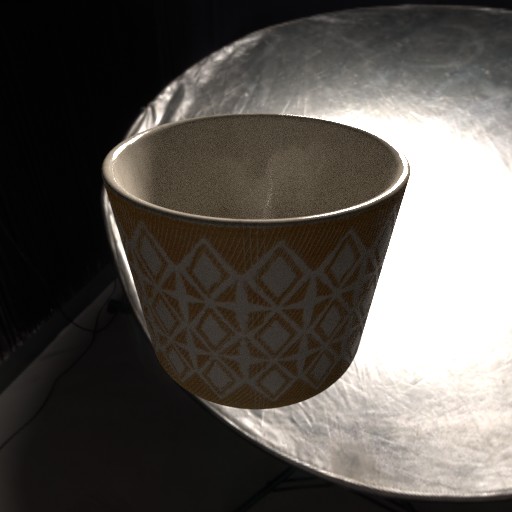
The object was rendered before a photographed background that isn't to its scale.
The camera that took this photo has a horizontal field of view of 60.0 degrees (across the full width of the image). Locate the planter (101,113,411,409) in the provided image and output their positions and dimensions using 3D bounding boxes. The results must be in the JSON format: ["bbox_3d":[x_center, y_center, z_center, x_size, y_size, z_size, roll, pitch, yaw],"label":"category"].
[{"bbox_3d":[0.000,0.000,0.216,0.126,0.104,0.126,0,33,0],"label":"planter"}]
